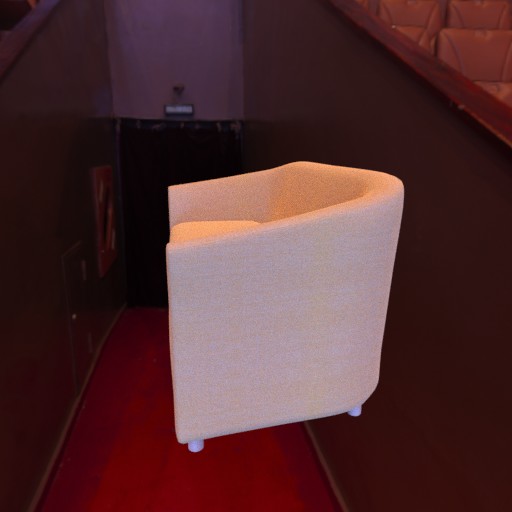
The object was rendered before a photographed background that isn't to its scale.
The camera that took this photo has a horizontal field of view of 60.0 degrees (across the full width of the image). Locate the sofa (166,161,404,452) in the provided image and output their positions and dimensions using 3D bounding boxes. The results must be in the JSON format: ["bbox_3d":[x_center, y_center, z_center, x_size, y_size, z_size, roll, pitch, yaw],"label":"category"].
[{"bbox_3d":[0.000,0.000,1.813,0.705,0.721,1.452,-3,15,-10],"label":"sofa"}]
